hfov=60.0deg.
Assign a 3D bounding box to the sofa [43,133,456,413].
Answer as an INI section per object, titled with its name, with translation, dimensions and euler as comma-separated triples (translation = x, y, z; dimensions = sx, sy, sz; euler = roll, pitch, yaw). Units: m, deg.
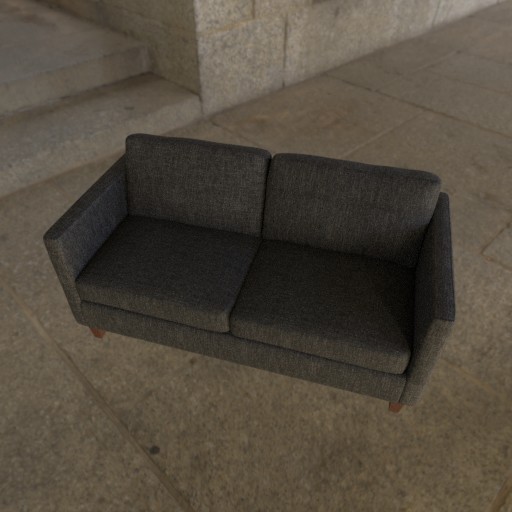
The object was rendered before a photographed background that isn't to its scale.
[sofa]
translation = 0.000, 0.000, 2.387
dimensions = 1.884, 0.963, 0.950
euler = 11, 43, 12
